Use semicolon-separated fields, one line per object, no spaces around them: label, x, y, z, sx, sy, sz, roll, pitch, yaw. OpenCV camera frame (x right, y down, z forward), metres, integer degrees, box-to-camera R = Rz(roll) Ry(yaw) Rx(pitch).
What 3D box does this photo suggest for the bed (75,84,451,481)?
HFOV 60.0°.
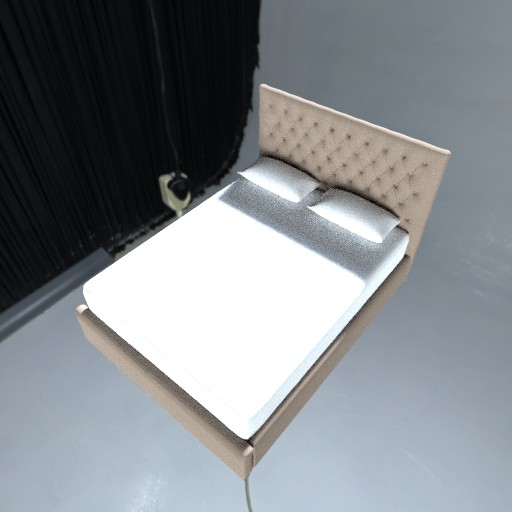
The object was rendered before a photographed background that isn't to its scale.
bed;0.000;0.000;3.322;1.696;1.426;2.233;31;53;27
